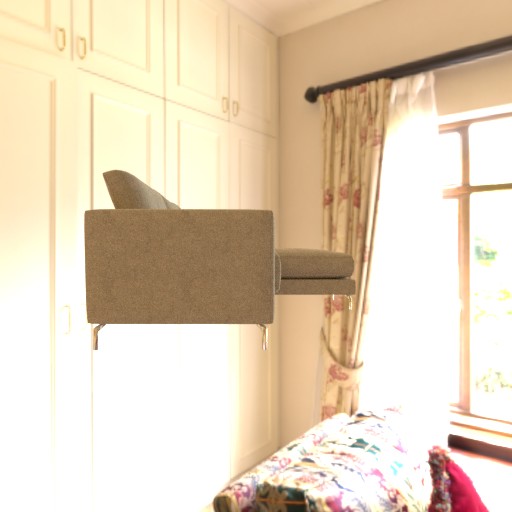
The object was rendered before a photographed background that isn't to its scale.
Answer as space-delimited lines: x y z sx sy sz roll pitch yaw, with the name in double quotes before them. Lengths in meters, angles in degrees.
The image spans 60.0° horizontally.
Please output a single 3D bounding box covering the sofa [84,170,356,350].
"sofa" 0.000 0.000 3.189 1.626 0.864 2.438 0 0 -1
